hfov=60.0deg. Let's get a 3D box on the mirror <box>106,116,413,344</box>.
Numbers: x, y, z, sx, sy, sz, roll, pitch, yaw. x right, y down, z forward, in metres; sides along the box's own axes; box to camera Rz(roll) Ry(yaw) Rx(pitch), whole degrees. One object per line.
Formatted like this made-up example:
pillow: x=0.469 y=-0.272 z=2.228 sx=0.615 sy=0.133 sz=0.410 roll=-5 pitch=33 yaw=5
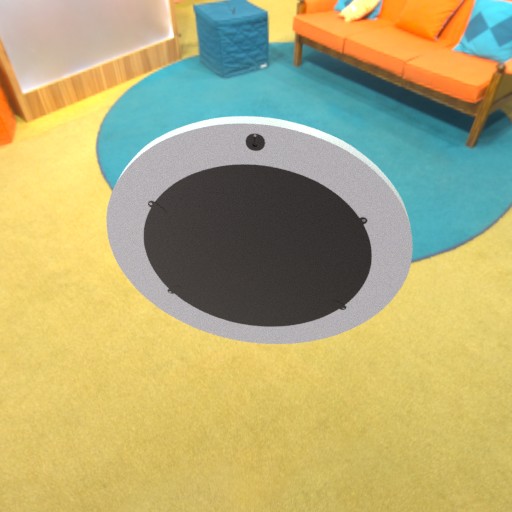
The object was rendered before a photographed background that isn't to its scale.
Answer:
mirror: x=0.000 y=0.000 z=1.364 sx=0.914 sy=0.914 sz=0.038 roll=5 pitch=46 yaw=5
